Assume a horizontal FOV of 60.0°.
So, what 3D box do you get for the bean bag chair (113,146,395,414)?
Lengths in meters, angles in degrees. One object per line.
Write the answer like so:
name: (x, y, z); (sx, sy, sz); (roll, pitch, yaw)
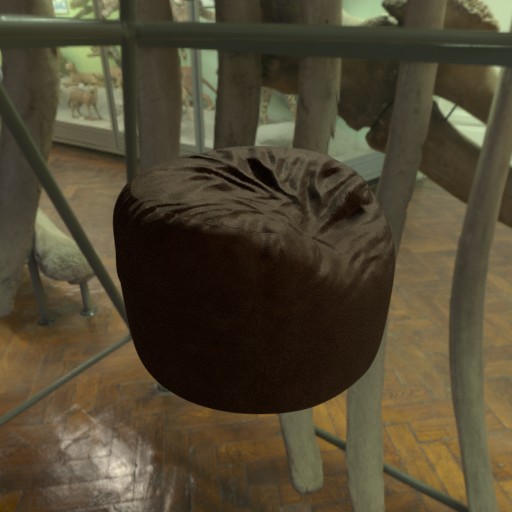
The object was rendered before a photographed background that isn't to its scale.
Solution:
bean bag chair: (0.000, 0.000, 1.519); (0.918, 0.616, 0.918); (0, 28, 0)
